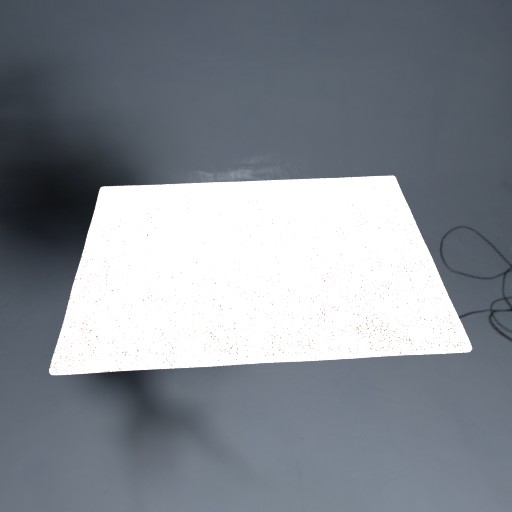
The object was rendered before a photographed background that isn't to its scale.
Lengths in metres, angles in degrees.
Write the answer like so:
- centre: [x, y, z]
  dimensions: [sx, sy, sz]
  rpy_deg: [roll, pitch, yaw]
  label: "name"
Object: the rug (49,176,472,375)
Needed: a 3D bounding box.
- centre: [0.000, 0.000, 2.267]
  dimensions: [1.778, 0.030, 1.219]
  rpy_deg: [-3, 47, -2]
  label: "rug"
